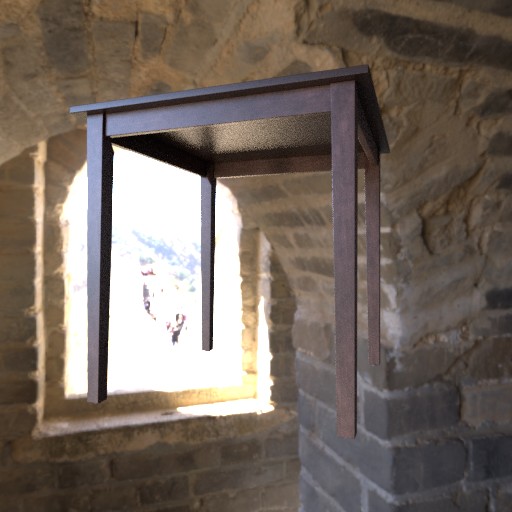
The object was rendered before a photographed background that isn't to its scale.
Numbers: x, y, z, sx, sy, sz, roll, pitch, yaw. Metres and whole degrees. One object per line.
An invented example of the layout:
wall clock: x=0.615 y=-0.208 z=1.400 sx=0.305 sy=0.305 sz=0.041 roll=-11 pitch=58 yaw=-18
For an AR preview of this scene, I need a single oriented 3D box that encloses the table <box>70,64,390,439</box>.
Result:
table: x=0.000 y=0.000 z=1.366 sx=0.749 sy=0.770 sz=0.749 roll=0 pitch=0 yaw=20
